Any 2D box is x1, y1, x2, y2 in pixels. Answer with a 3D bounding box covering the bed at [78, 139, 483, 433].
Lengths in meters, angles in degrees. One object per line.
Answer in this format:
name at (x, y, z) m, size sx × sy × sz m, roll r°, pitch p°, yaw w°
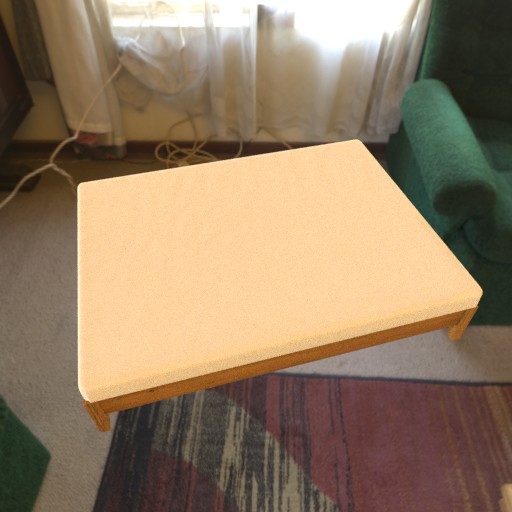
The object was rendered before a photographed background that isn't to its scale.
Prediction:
bed at (0.000, 0.000, 2.722) m, size 2.016 × 0.431 × 1.536 m, roll -11°, pitch 47°, yaw -11°
